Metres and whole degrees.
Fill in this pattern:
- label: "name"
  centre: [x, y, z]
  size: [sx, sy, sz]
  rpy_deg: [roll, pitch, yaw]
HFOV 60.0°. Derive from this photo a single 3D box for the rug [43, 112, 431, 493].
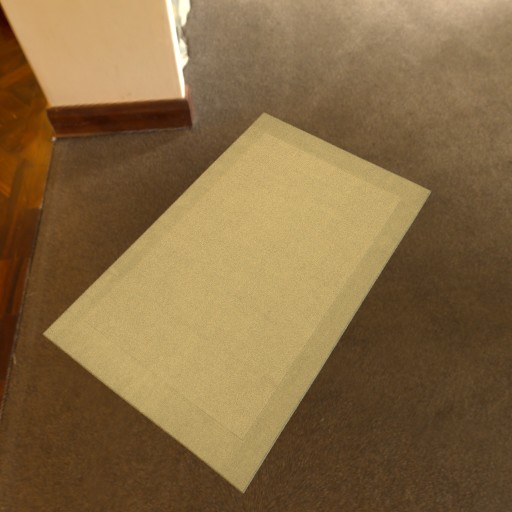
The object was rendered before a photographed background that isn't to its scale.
- label: "rug"
  centre: [0.000, 0.000, 3.033]
  size: [1.524, 0.014, 2.438]
  rpy_deg: [31, 63, 17]
